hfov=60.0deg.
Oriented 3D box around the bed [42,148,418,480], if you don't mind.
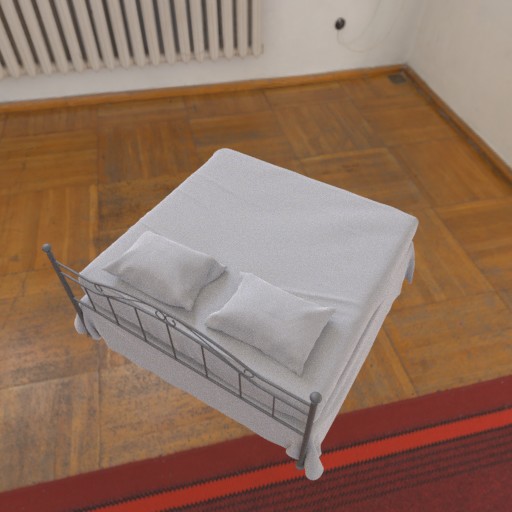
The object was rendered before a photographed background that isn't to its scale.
[{"bbox_3d":[0.000,0.000,3.567,2.309,1.080,2.220,25,52,21],"label":"bed"}]
